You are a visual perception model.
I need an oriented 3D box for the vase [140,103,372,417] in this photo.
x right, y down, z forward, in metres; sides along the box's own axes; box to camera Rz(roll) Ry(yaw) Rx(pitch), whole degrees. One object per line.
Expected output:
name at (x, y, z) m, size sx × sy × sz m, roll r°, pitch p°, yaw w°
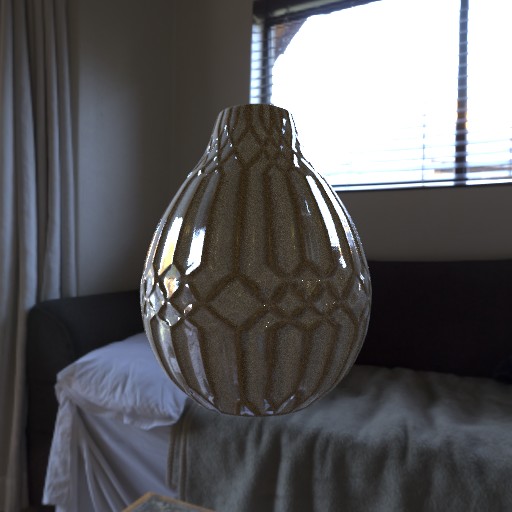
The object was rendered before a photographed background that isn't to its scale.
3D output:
vase at (0.000, 0.000, 0.315) m, size 0.159 × 0.200 × 0.159 m, roll 0°, pitch 0°, yaw 0°
